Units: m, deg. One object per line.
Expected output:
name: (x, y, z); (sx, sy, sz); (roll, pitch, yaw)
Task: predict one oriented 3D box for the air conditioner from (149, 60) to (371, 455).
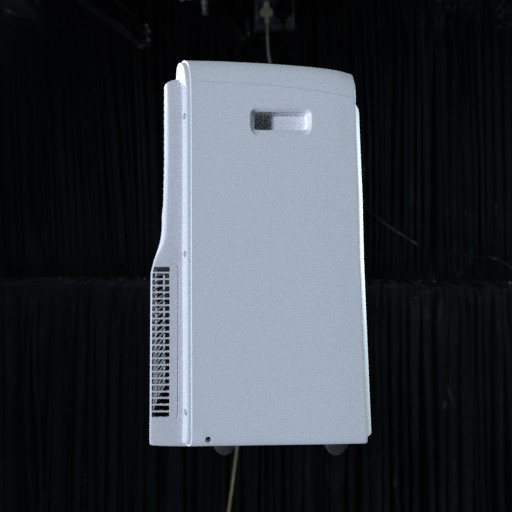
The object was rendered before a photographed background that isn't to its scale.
air conditioner: (0.000, 0.000, 1.038); (0.467, 0.765, 0.478); (0, 1, 0)
